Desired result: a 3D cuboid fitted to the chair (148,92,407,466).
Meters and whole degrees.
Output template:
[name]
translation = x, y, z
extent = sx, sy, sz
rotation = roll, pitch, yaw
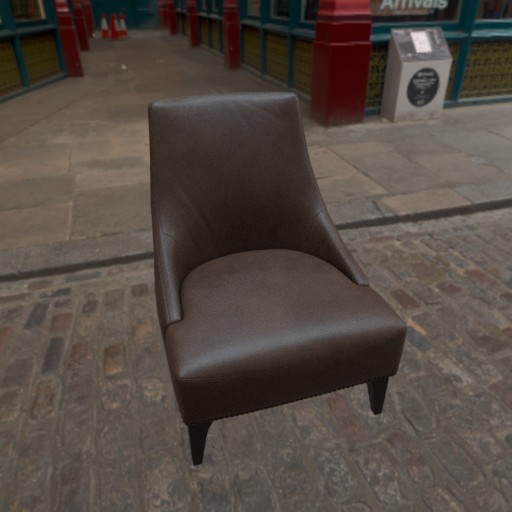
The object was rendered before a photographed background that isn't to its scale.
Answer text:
[chair]
translation = 0.000, 0.000, 1.504
extent = 0.701, 0.909, 0.861
rotation = -9, 32, -15
